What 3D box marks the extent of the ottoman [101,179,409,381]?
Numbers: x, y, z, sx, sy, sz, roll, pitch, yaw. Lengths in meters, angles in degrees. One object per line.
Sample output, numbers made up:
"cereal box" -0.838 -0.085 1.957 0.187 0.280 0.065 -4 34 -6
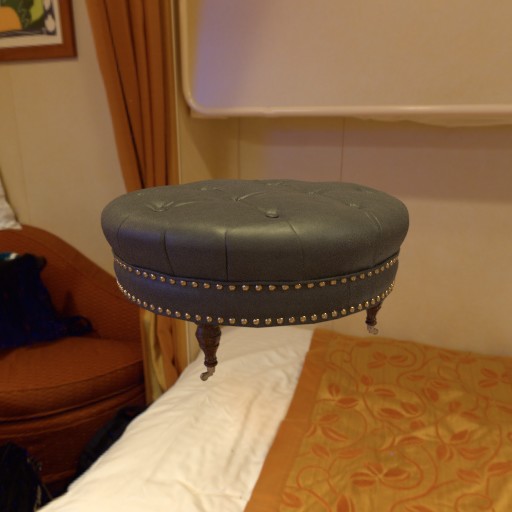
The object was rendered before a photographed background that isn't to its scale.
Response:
"ottoman" 0.000 0.000 1.397 0.901 0.439 0.901 0 16 0
